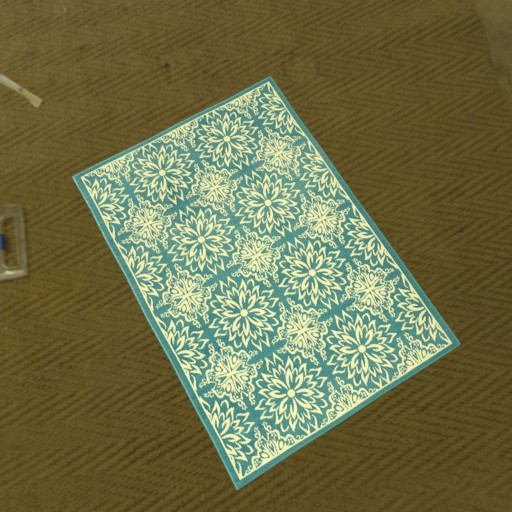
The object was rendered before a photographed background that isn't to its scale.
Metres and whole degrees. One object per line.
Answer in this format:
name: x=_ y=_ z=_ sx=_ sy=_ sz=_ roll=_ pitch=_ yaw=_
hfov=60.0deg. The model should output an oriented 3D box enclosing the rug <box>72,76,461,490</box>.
rug: x=0.000 y=0.000 z=2.811 sx=1.554 sy=0.012 sz=2.205 roll=-30 pitch=76 yaw=-8
